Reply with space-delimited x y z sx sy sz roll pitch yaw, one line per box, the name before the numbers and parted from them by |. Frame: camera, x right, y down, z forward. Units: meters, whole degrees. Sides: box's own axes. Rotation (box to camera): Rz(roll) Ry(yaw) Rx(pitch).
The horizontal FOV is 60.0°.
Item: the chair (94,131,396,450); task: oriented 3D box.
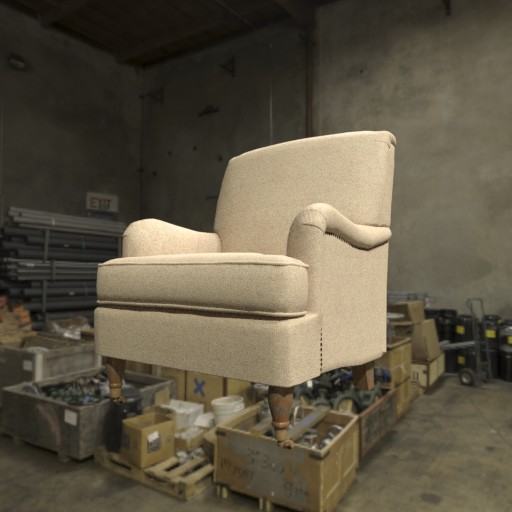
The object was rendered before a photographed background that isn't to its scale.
chair | 0.000 0.000 1.782 0.879 1.119 0.953 -1 -2 35
